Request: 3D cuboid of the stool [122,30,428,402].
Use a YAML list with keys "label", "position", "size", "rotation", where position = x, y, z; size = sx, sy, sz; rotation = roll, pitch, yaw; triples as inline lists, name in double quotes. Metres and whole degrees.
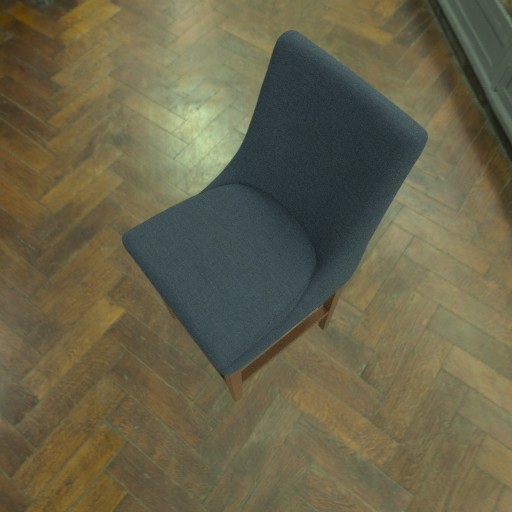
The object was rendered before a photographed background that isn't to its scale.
- label: "stool"
  position: [0.000, 0.000, 1.271]
  size: [0.577, 0.981, 0.470]
  rotation: [-35, 68, -17]
